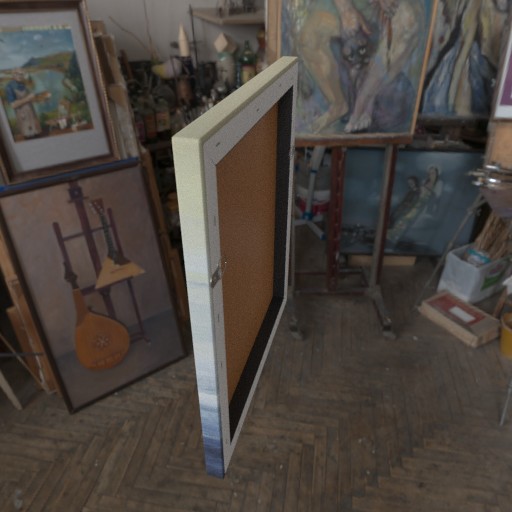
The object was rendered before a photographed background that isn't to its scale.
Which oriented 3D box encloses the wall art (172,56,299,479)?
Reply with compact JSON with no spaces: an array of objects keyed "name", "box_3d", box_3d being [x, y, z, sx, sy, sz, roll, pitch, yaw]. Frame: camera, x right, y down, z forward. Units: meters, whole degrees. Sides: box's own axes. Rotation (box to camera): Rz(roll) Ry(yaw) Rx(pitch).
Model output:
[{"name":"wall art","box_3d":[0.000,0.000,0.961,0.041,0.710,0.608,9,34,13]}]
